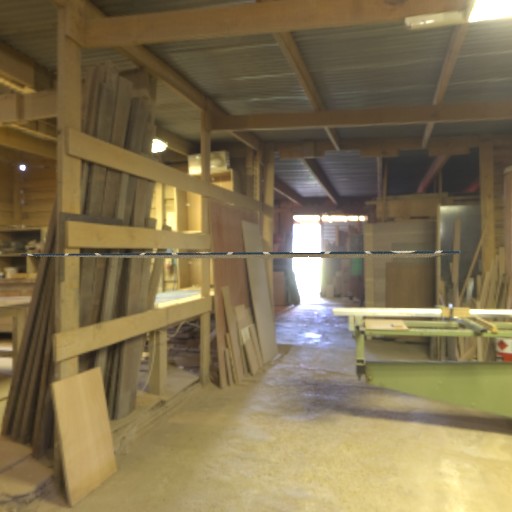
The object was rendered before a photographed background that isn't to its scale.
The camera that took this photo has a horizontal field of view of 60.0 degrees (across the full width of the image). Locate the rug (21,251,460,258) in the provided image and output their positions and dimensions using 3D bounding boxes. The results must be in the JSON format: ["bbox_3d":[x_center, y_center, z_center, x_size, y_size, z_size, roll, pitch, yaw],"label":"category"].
[{"bbox_3d":[0.000,0.000,2.742,2.134,0.010,1.524,0,-1,18],"label":"rug"}]
